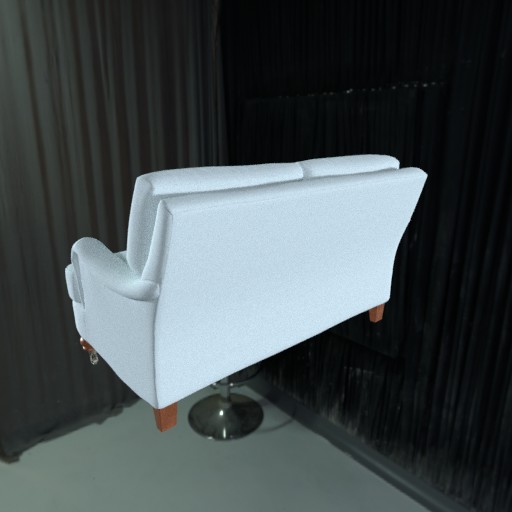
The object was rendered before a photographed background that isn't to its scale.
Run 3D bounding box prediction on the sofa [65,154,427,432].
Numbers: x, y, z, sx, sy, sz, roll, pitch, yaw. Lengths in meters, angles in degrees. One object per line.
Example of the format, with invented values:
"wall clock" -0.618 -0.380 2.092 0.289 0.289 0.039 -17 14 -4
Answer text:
"sofa" 0.000 0.000 2.537 1.853 1.101 1.084 -15 22 -41
